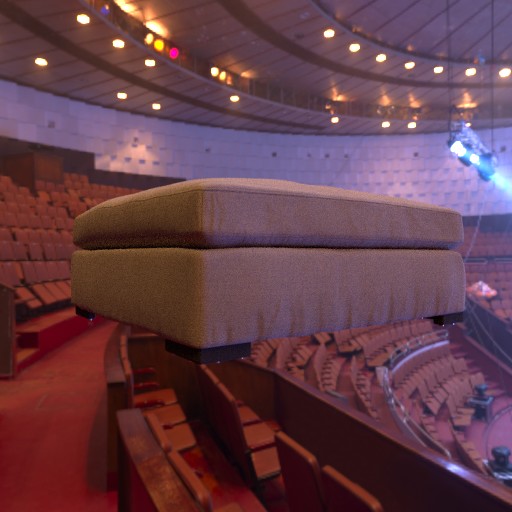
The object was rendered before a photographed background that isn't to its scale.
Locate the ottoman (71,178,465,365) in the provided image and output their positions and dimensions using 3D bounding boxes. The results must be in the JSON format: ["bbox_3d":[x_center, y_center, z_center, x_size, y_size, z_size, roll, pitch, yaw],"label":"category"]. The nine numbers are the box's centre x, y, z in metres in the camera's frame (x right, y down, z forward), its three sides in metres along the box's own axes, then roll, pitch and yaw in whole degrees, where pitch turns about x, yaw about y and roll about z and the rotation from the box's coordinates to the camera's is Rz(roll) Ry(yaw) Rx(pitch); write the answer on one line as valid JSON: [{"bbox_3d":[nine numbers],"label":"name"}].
[{"bbox_3d":[0.000,0.000,1.808,1.203,0.517,1.171,0,0,-36],"label":"ottoman"}]
